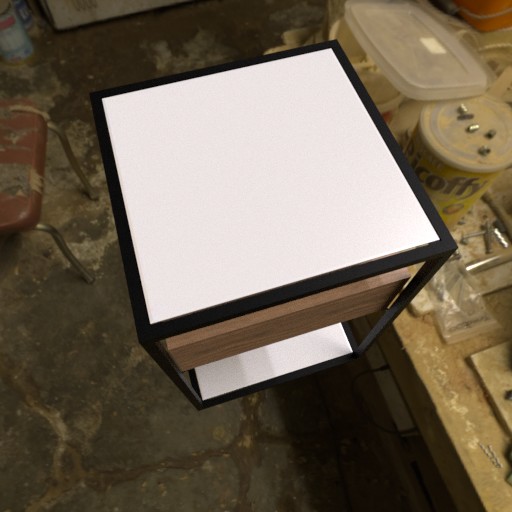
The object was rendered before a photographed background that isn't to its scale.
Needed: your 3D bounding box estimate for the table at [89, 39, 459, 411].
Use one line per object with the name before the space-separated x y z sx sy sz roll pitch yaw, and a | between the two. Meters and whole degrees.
table | 0.000 0.000 0.814 0.378 0.540 0.378 -16 65 -8
